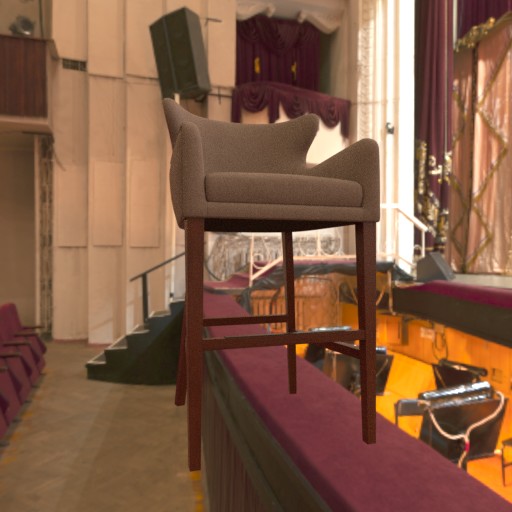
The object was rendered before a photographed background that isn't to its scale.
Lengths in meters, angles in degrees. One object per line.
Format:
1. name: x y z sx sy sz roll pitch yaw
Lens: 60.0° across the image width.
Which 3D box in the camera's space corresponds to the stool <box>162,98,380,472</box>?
1. stool: 0.000 0.000 1.425 0.575 1.047 0.575 0 0 -18
